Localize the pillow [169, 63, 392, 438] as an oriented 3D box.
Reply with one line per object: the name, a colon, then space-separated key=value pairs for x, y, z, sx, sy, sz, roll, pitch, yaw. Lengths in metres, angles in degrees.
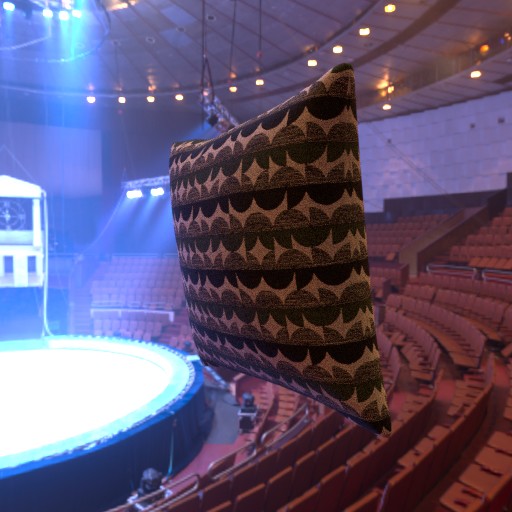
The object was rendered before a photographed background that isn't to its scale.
pillow: x=0.000 y=0.000 z=0.635 sx=0.180 sy=0.404 sz=0.419 roll=0 pitch=0 yaw=-36
